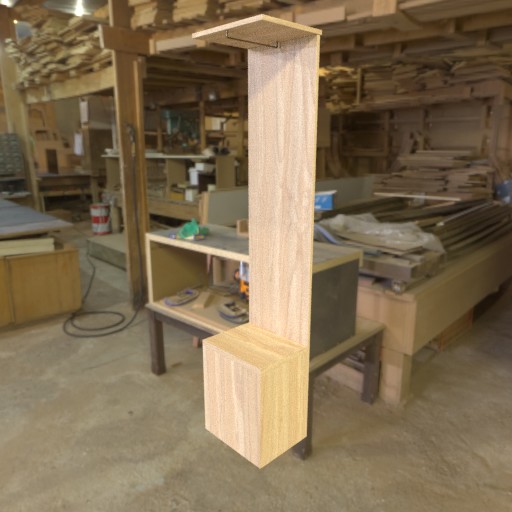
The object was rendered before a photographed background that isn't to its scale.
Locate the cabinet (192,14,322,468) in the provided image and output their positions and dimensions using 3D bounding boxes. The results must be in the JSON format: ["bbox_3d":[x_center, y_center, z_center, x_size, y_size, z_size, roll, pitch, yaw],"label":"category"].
[{"bbox_3d":[0.000,0.000,2.036,0.338,1.879,0.411,-14,20,-42],"label":"cabinet"}]
